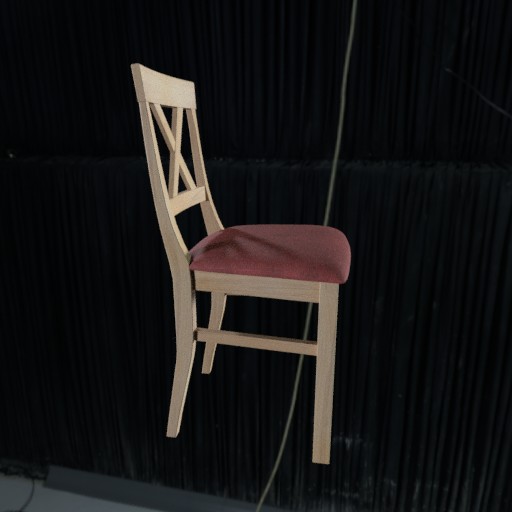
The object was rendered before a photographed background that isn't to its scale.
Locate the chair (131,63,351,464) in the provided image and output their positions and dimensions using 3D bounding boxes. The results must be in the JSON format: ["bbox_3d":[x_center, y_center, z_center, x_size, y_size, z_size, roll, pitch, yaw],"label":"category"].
[{"bbox_3d":[0.000,0.000,1.183,0.492,0.912,0.439,3,16,10],"label":"chair"}]
